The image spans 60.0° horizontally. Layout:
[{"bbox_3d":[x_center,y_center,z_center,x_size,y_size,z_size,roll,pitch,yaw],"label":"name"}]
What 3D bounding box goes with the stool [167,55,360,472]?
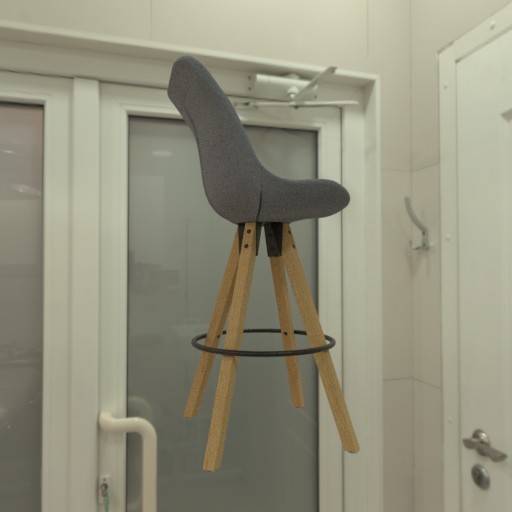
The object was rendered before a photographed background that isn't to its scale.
[{"bbox_3d":[0.000,0.000,1.412,0.550,1.115,0.485,0,-1,-16],"label":"stool"}]
